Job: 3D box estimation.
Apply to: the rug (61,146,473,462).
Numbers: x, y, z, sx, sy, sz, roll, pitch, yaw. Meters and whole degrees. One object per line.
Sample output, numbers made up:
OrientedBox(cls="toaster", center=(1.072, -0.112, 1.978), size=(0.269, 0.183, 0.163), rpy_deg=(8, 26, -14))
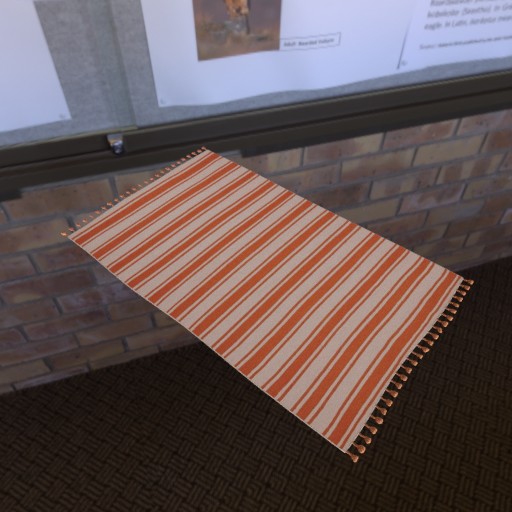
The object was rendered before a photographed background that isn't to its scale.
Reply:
OrientedBox(cls="rug", center=(0.000, 0.000, 2.552), size=(2.092, 0.017, 1.232), rpy_deg=(31, 54, 26))
